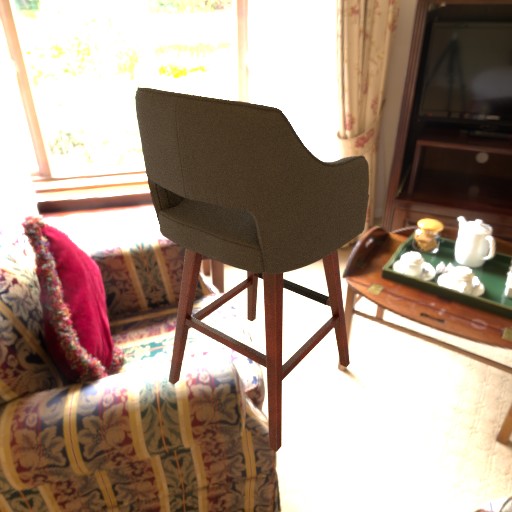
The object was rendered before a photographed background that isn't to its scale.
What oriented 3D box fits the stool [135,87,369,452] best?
[{"bbox_3d":[0.000,0.000,1.353,0.548,1.012,0.558,21,36,32],"label":"stool"}]
